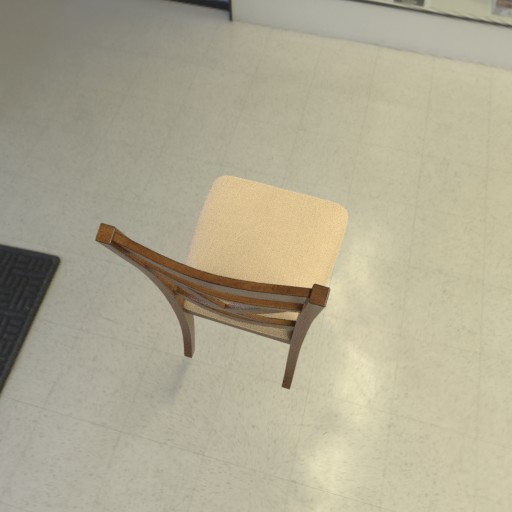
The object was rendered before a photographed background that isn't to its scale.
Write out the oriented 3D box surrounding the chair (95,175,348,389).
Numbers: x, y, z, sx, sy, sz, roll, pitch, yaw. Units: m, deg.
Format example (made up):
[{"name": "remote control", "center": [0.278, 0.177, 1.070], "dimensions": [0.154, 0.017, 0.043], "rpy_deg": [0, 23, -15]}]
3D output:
[{"name": "chair", "center": [0.000, 0.000, 1.271], "dimensions": [0.461, 0.949, 0.581], "rpy_deg": [16, 64, 8]}]
